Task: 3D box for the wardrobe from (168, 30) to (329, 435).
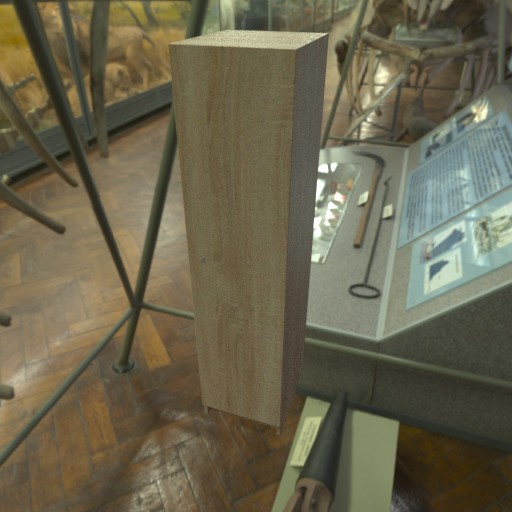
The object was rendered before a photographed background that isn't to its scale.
[{"bbox_3d":[0.000,0.000,2.387,0.496,2.117,0.588,10,33,16],"label":"wardrobe"}]
